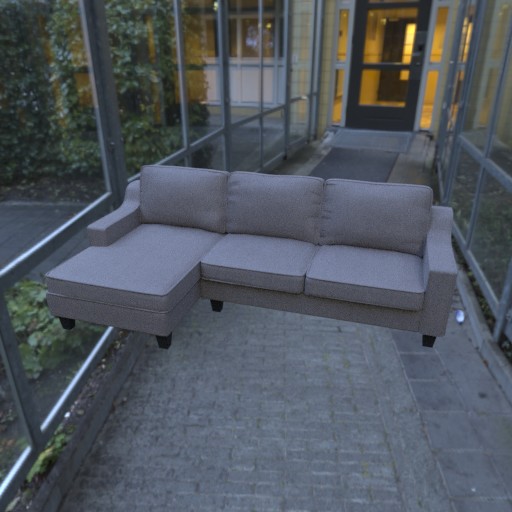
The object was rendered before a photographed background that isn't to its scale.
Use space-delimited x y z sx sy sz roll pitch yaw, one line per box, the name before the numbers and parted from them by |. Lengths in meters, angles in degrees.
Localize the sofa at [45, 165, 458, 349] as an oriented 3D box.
sofa | 0.000 0.000 3.096 2.561 0.928 1.294 7 26 15
